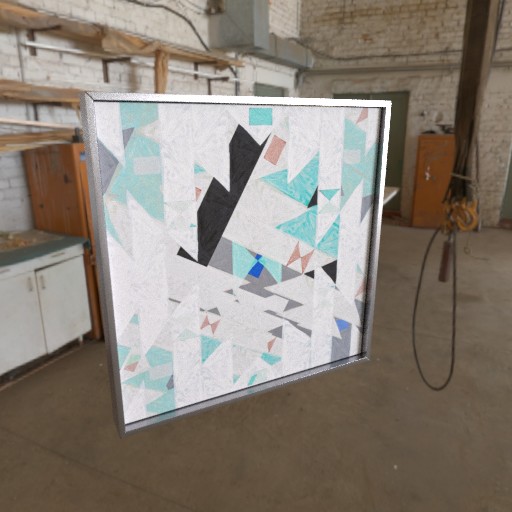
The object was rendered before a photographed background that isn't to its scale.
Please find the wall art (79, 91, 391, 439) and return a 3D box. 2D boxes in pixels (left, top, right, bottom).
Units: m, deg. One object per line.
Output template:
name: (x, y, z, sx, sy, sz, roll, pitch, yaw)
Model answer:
wall art: (0.000, 0.000, 0.520, 0.350, 0.350, 0.038, -9, 19, -27)
